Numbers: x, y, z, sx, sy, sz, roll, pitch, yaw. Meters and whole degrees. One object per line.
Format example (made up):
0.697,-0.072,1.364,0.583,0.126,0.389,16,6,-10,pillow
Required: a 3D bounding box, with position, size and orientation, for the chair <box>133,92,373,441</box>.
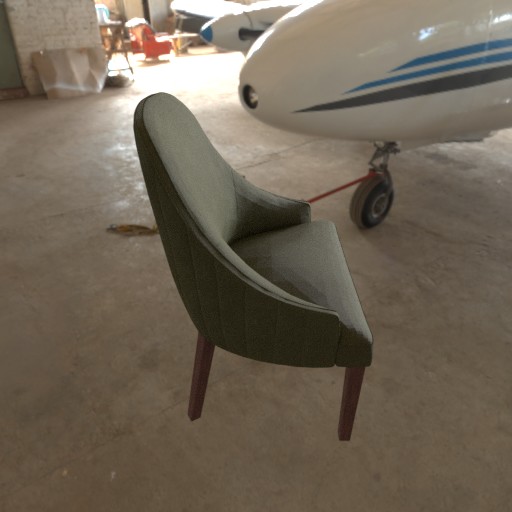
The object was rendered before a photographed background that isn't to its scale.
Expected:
0.000,0.000,1.298,0.575,0.889,0.643,0,32,0,chair
